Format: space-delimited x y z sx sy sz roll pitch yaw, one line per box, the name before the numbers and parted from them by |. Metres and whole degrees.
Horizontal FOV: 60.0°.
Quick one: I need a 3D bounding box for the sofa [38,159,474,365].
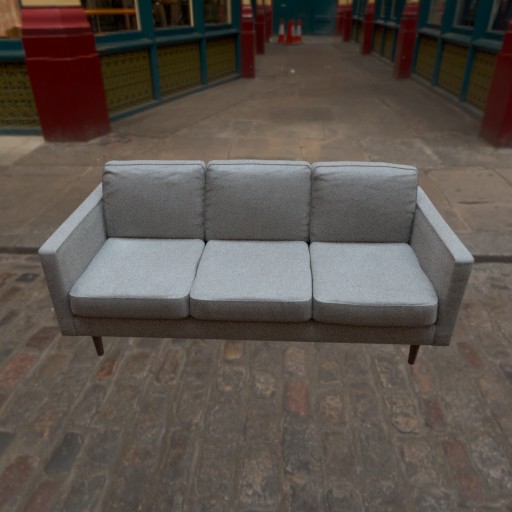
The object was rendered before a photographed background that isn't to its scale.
sofa | 0.000 0.000 2.482 1.983 0.918 0.944 1 30 2
